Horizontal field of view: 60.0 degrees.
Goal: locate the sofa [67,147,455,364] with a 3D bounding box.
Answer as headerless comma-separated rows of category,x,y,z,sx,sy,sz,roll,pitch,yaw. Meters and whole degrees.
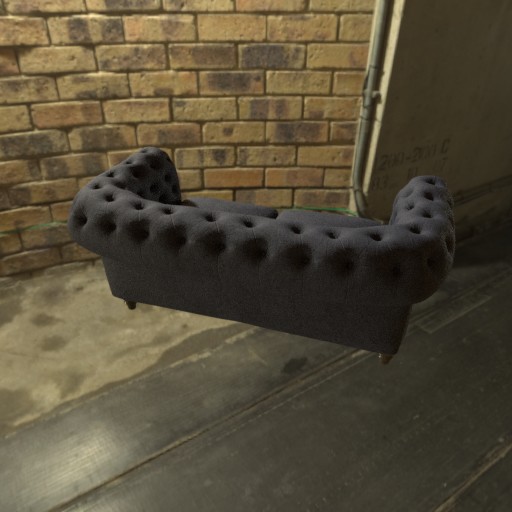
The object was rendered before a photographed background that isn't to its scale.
sofa,0.000,0.000,2.486,1.988,0.833,1.082,9,32,15
